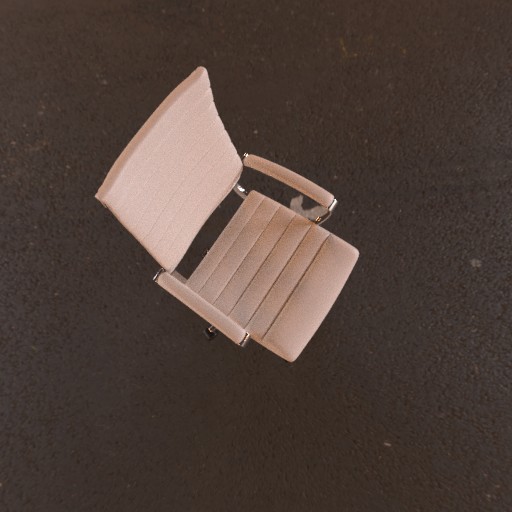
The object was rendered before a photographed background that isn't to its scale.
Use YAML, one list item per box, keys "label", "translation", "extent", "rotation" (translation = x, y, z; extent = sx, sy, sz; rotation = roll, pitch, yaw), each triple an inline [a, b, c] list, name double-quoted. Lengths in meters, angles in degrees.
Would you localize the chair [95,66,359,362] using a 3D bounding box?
- label: "chair"
  translation: [0.000, 0.000, 1.586]
  extent: [0.679, 1.149, 0.679]
  rotation: [32, 77, 8]
